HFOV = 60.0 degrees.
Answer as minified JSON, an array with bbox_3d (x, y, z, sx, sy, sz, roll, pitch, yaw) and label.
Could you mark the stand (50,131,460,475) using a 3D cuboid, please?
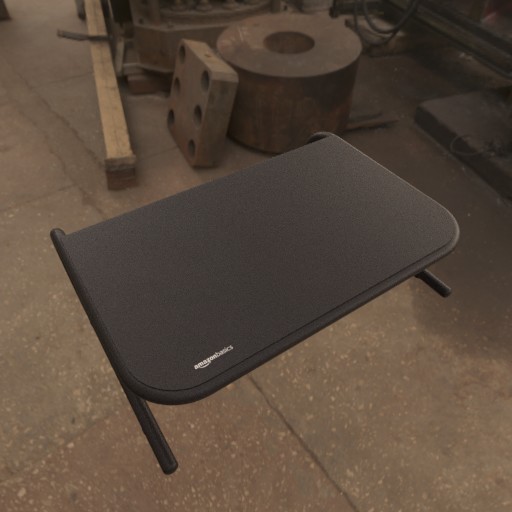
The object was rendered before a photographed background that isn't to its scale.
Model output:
[{"bbox_3d":[0.000,0.000,0.497,0.370,0.108,0.280,-25,51,-23],"label":"stand"}]
